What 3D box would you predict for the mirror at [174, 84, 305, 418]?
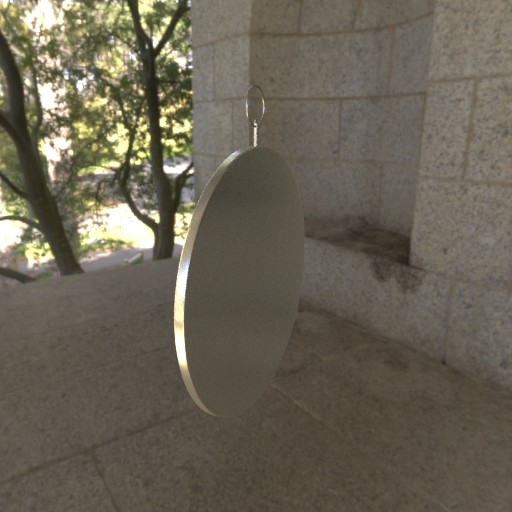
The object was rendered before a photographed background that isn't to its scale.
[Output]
[{"bbox_3d":[0.000,0.000,0.984,0.020,0.713,0.594,7,17,25],"label":"mirror"}]
